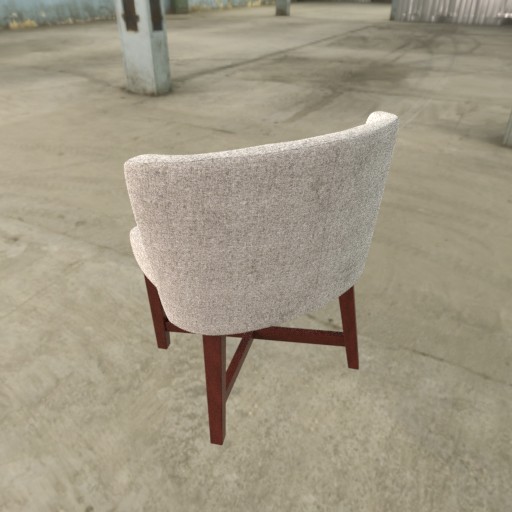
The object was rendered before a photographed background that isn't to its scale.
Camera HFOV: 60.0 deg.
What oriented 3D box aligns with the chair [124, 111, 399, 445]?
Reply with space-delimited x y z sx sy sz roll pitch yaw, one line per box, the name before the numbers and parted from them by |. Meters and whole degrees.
chair | 0.000 0.000 1.292 0.728 0.827 0.575 -19 36 -28
